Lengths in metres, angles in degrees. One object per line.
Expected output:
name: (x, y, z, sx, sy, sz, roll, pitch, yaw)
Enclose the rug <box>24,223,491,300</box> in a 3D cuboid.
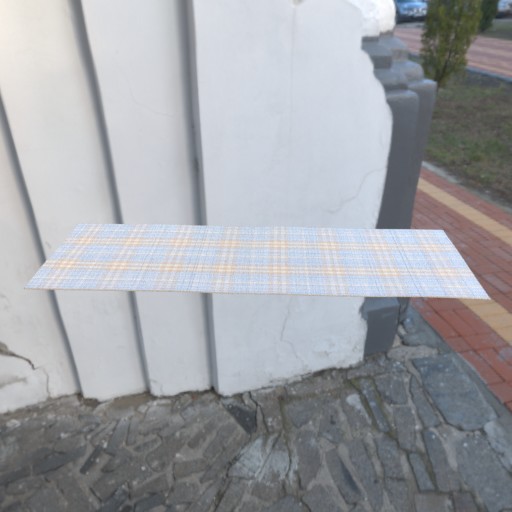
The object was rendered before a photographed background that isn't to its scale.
rug: (0.000, 0.000, 2.639, 2.439, 0.013, 0.762, 1, 31, 2)
